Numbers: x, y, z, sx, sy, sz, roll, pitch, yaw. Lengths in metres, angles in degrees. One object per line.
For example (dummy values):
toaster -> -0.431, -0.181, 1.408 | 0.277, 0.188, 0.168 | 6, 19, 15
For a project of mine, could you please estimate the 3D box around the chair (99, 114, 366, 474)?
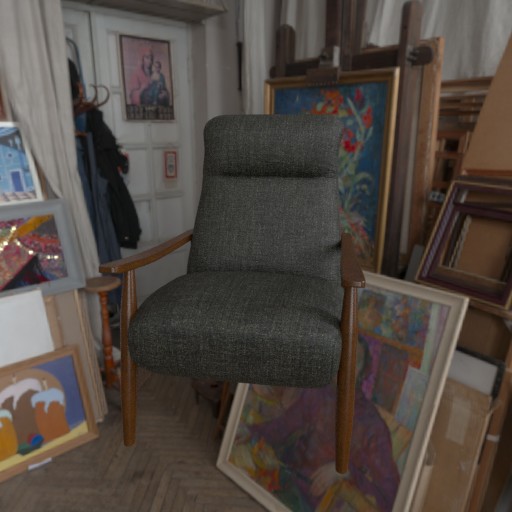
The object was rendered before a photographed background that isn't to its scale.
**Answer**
chair -> 0.000, 0.000, 1.722 | 0.762, 1.082, 1.014 | 3, 16, 10
